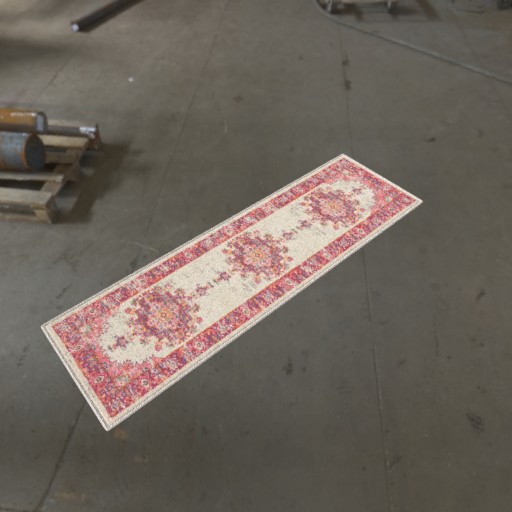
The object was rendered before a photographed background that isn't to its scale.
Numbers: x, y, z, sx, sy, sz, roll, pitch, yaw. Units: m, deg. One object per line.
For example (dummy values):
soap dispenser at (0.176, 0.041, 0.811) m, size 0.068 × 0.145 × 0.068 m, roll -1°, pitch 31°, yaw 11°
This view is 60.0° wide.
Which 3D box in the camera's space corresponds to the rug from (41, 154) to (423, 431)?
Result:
rug at (0.000, 0.000, 2.050) m, size 1.824 × 0.009 × 0.562 m, roll -33°, pitch 56°, yaw -26°
